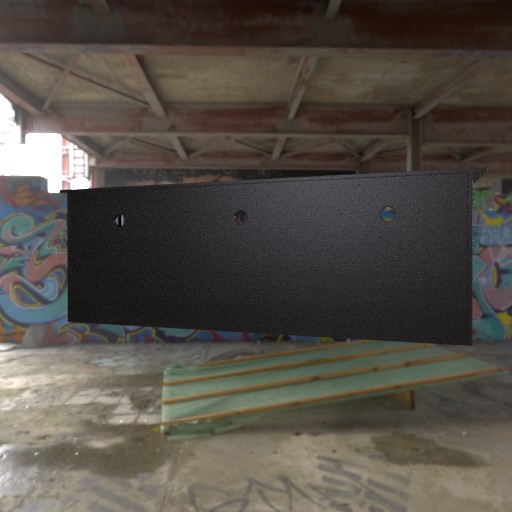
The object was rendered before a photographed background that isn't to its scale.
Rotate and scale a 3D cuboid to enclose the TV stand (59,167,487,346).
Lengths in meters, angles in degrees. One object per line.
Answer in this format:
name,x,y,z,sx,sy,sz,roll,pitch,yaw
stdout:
TV stand,0.000,0.000,1.970,1.778,0.610,0.406,0,1,18
